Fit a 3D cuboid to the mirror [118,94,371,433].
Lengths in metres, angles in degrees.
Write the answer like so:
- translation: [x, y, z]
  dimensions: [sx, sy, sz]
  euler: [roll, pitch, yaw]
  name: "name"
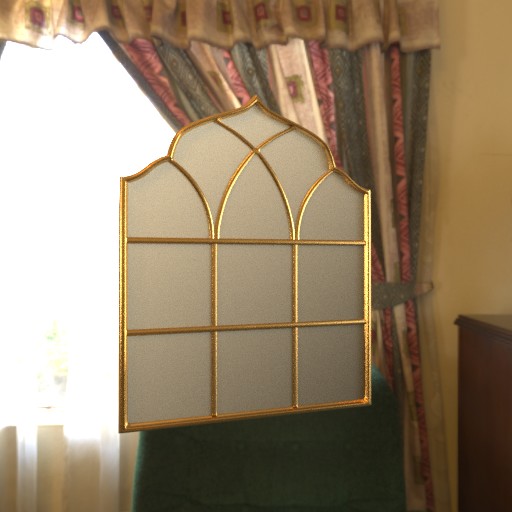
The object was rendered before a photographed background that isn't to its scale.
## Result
- translation: [0.000, 0.000, 0.867]
  dimensions: [0.513, 0.635, 0.018]
  euler: [0, 0, -17]
  name: "mirror"
